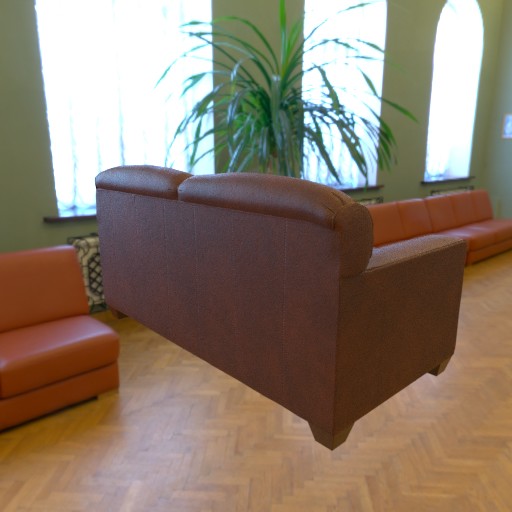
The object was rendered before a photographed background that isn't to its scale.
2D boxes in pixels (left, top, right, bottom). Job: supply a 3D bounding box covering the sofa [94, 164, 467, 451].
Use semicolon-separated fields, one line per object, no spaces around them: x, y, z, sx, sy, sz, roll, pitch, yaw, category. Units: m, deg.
0.000;0.000;2.394;1.000;0.966;1.856;-12;18;-41;sofa
